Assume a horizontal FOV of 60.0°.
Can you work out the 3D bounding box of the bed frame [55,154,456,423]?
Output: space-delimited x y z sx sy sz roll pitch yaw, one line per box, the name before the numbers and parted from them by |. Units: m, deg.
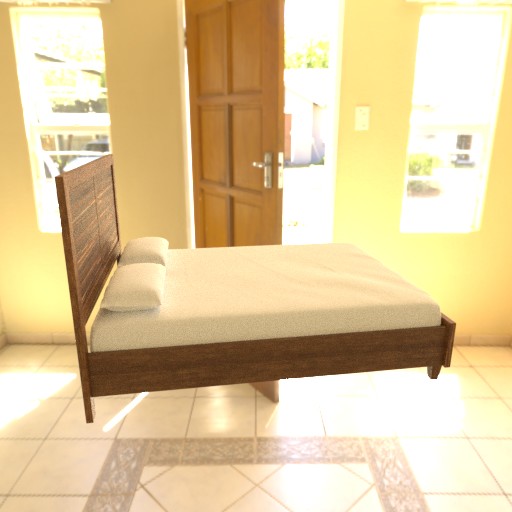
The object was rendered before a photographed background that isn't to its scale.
bed frame | 0.000 0.000 3.341 2.276 1.417 1.696 -3 17 -9
